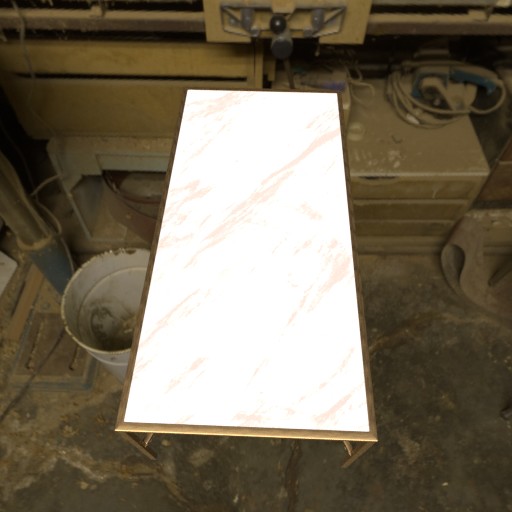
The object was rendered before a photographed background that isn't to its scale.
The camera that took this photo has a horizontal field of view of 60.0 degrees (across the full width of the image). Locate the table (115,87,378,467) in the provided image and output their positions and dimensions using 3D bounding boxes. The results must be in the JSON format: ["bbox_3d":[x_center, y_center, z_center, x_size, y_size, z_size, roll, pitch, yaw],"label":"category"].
[{"bbox_3d":[0.000,0.000,1.459,0.577,0.405,1.197,2,57,1],"label":"table"}]
